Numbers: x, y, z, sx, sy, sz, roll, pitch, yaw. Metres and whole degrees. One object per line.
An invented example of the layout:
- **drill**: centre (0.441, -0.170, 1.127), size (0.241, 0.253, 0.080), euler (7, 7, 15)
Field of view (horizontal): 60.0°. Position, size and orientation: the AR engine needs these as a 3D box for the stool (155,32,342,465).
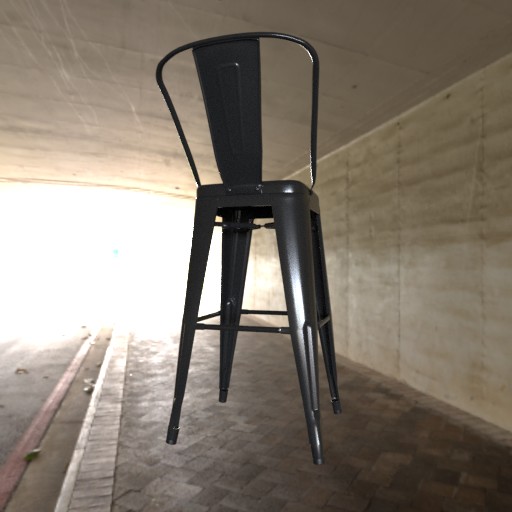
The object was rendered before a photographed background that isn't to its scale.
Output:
- **stool**: centre (0.000, 0.000, 1.271), size (0.432, 1.022, 0.528), euler (0, -1, 17)
